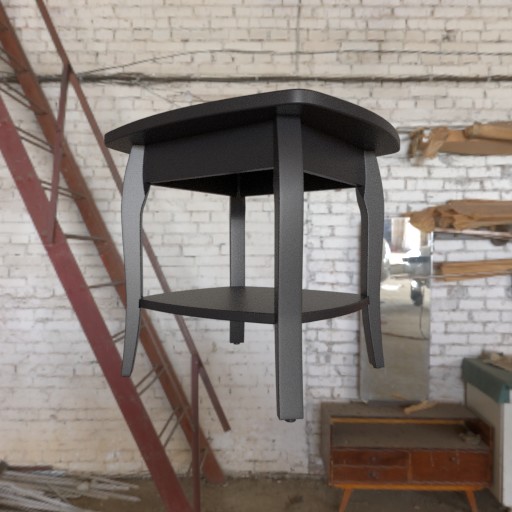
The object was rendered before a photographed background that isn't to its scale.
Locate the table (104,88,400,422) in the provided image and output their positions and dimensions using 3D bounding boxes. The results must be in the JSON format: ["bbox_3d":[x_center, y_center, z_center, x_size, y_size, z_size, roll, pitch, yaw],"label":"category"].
[{"bbox_3d":[0.000,0.000,0.870,0.508,0.457,0.457,1,2,36],"label":"table"}]
